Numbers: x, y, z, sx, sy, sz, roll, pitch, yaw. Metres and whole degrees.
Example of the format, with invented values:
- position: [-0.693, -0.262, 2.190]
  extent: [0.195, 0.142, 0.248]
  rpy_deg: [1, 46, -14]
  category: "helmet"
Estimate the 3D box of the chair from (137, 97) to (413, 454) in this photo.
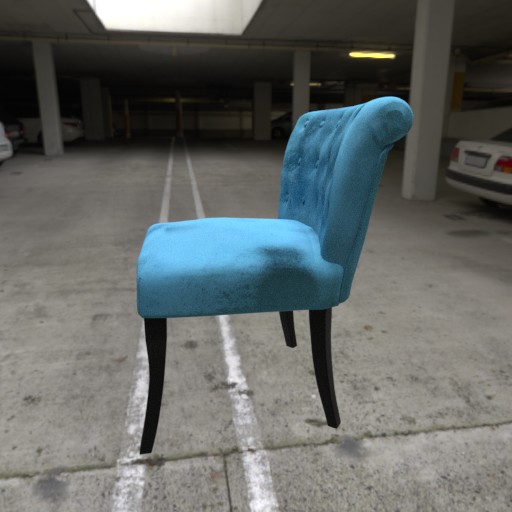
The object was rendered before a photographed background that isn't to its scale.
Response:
- position: [0.000, 0.000, 1.156]
  extent: [0.605, 0.750, 0.582]
  rpy_deg: [-3, 15, -10]
  category: "chair"
